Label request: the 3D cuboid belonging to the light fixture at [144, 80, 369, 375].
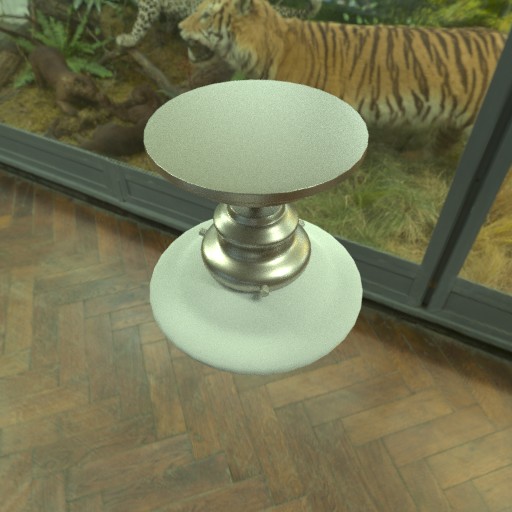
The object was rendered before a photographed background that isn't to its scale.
[{"bbox_3d":[0.000,0.000,0.396,0.199,0.254,0.199,0,45,0],"label":"light fixture"}]
